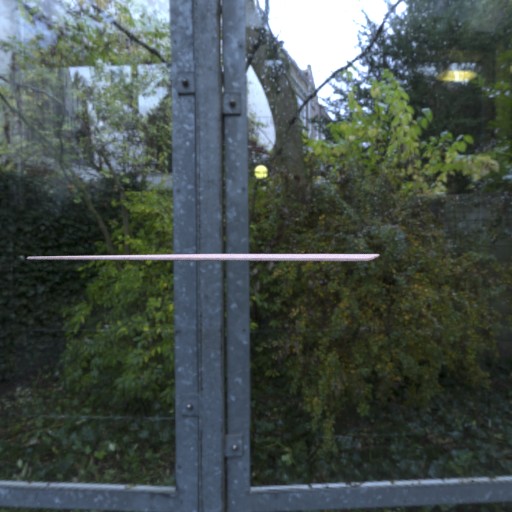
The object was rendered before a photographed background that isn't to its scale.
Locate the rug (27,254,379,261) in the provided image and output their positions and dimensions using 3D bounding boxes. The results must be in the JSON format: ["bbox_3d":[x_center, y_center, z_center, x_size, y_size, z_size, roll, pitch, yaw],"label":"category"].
[{"bbox_3d":[0.000,0.000,3.041,1.609,0.015,2.390,0,1,17],"label":"rug"}]
